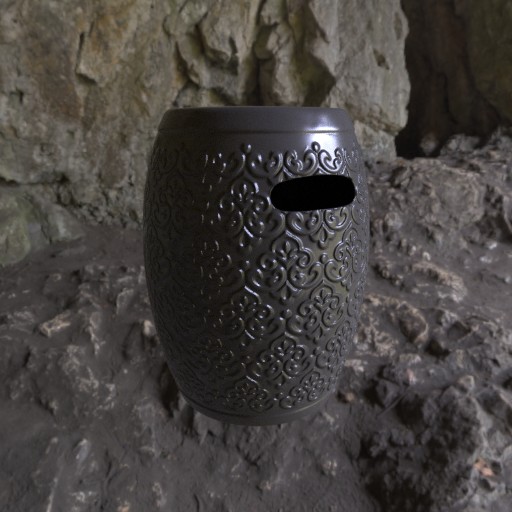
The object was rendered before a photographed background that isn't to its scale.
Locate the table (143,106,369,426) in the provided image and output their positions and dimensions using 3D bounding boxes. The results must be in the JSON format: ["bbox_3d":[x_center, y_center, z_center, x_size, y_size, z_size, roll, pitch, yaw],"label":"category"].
[{"bbox_3d":[0.000,0.000,0.630,0.309,0.397,0.309,0,17,0],"label":"table"}]
